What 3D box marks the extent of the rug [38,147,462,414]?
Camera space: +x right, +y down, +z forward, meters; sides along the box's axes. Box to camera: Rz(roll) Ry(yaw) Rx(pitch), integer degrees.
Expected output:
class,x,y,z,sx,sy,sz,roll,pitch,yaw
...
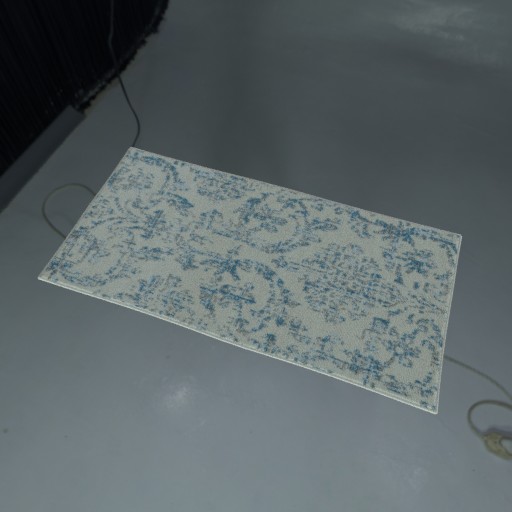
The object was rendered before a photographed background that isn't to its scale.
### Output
class,x,y,z,sx,sy,sz,roll,pitch,yaw
rug,0.000,0.000,1.411,1.220,0.007,0.605,17,59,10
